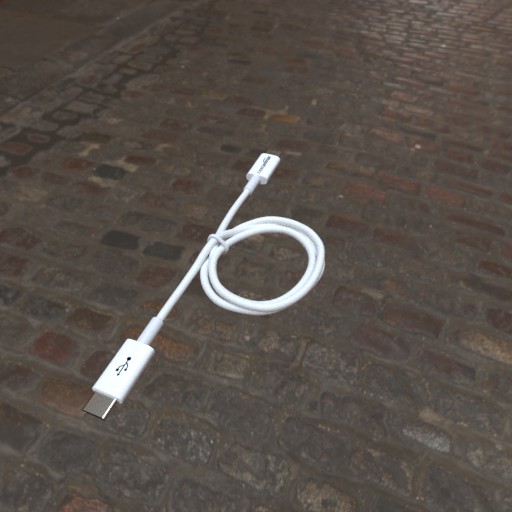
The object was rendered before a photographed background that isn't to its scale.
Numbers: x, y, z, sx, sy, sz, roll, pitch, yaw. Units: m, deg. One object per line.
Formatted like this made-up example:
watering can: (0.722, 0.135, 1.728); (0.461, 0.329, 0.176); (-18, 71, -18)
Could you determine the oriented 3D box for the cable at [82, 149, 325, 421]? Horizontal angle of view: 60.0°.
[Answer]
cable: (0.000, 0.000, 0.230); (0.070, 0.014, 0.203); (16, 48, 15)
